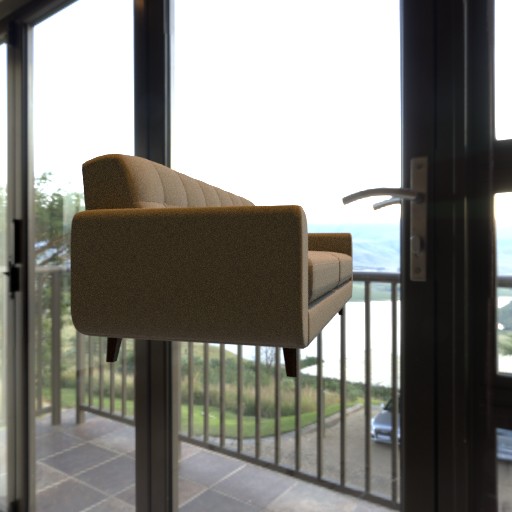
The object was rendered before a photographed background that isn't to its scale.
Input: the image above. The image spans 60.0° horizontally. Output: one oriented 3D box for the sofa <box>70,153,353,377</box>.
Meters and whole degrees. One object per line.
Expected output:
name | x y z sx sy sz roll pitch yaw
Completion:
sofa | 0.000 0.000 2.625 0.980 0.892 2.137 0 0 17
